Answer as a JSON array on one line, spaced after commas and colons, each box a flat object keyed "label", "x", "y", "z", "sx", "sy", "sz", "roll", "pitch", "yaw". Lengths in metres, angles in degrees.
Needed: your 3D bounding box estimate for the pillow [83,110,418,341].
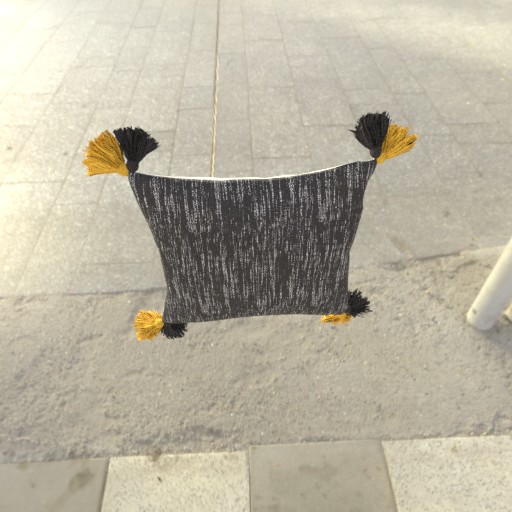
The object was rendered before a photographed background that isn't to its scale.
[{"label": "pillow", "x": 0.000, "y": 0.000, "z": 1.003, "sx": 0.654, "sy": 0.659, "sz": 0.139, "roll": -4, "pitch": 46, "yaw": -3}]
